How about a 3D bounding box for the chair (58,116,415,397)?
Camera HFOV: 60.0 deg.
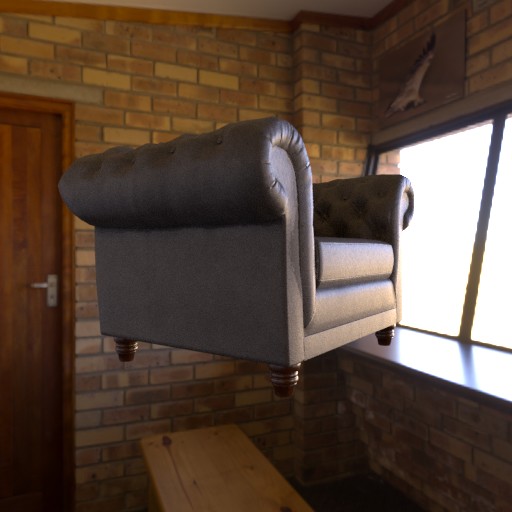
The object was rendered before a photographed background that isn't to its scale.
[{"bbox_3d":[0.000,0.000,1.831,0.943,0.780,1.298,0,1,35],"label":"chair"}]
